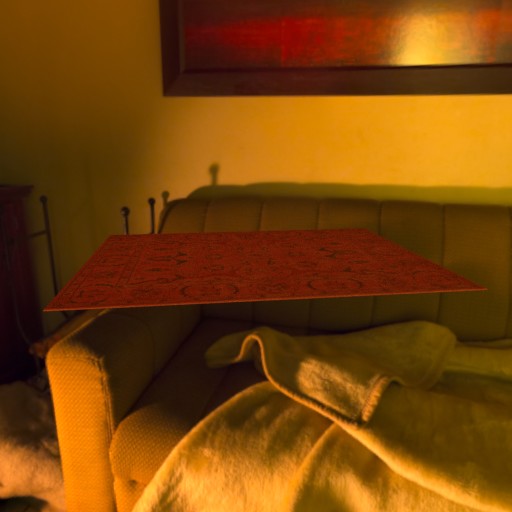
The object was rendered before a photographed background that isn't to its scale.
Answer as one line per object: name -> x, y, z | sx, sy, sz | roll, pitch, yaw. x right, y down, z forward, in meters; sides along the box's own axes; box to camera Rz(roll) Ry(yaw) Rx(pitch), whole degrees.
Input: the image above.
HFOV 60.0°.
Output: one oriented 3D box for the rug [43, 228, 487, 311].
rug -> 0.000, 0.000, 3.986 | 2.929, 0.012, 2.300 | -2, 14, -8
